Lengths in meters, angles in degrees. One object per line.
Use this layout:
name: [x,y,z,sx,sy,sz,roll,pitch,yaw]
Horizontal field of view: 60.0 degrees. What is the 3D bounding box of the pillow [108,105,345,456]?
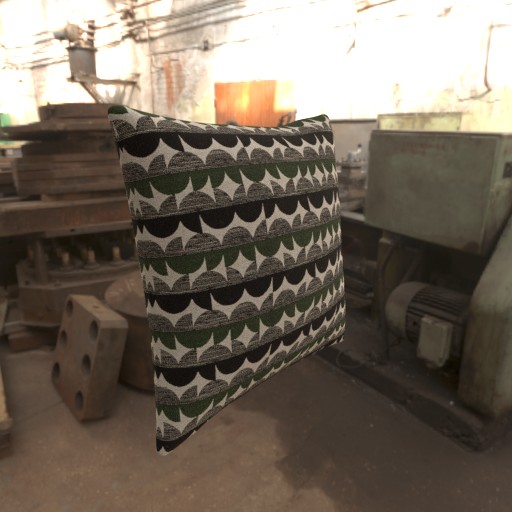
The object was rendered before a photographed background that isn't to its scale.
pillow: [0.000,0.000,0.644,0.180,0.404,0.419,14,21,40]
